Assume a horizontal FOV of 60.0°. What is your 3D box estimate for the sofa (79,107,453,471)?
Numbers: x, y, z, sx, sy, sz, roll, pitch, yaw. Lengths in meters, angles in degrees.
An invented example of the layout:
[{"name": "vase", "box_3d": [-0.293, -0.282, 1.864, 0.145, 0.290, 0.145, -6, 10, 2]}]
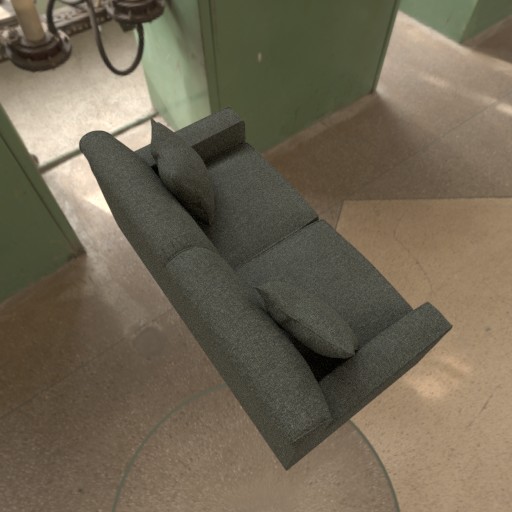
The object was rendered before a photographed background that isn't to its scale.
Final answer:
[{"name": "sofa", "box_3d": [0.000, 0.000, 2.411, 0.998, 0.958, 1.846, -32, 64, -18]}]
